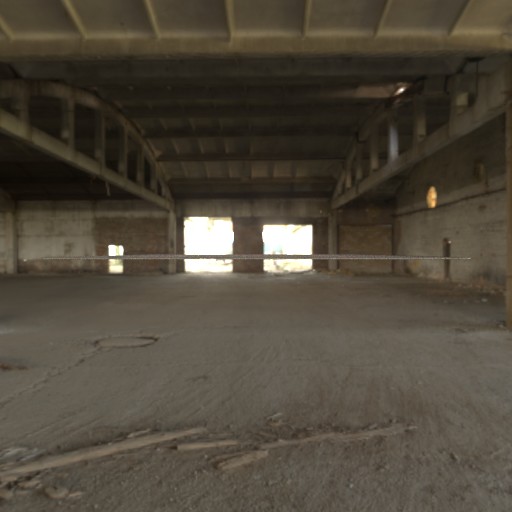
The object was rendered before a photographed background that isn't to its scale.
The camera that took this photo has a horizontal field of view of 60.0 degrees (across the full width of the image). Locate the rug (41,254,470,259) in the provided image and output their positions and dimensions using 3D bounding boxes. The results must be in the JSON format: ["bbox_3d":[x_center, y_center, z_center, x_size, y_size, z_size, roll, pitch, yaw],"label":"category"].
[{"bbox_3d":[0.000,0.000,4.024,2.434,0.013,3.057,0,1,0],"label":"rug"}]
